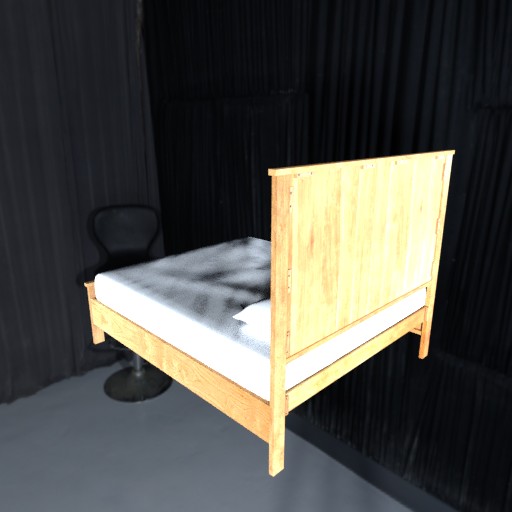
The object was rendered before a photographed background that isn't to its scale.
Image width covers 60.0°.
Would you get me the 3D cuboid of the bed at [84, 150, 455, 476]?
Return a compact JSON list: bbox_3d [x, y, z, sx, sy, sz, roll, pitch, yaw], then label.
[{"bbox_3d":[0.000,0.000,3.601,1.936,1.686,2.201,-16,23,-42],"label":"bed"}]
